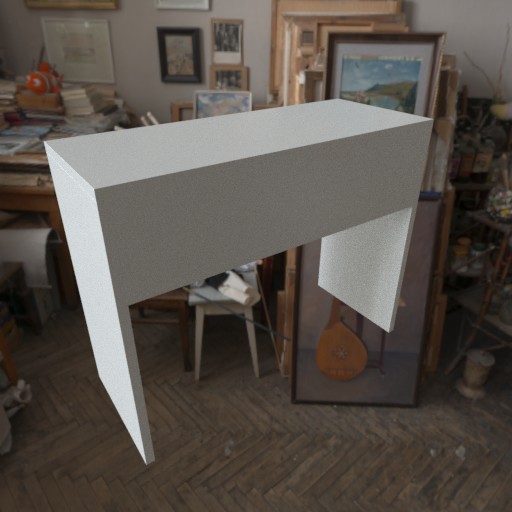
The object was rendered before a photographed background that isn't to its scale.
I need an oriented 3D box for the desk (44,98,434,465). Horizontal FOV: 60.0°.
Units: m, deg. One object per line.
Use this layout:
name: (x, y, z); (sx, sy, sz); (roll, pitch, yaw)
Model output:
desk: (0.000, 0.000, 1.396); (1.000, 0.790, 0.400); (-19, 35, -30)
